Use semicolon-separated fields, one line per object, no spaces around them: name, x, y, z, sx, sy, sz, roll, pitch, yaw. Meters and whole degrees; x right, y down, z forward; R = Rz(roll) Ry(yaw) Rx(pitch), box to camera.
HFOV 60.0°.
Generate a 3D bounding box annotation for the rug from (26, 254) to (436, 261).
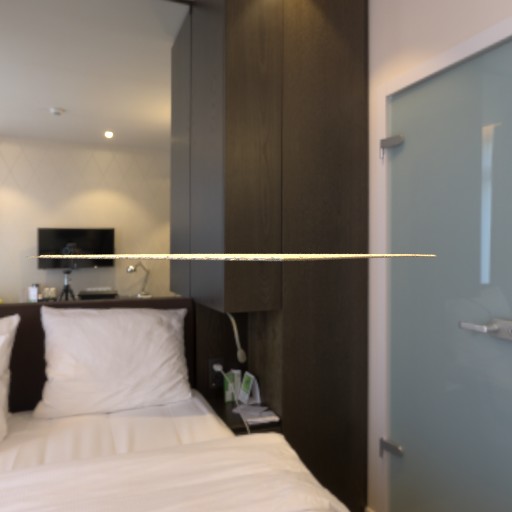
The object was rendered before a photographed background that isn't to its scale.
rug;0.000;0.000;4.828;2.892;0.036;3.585;0;0;37
